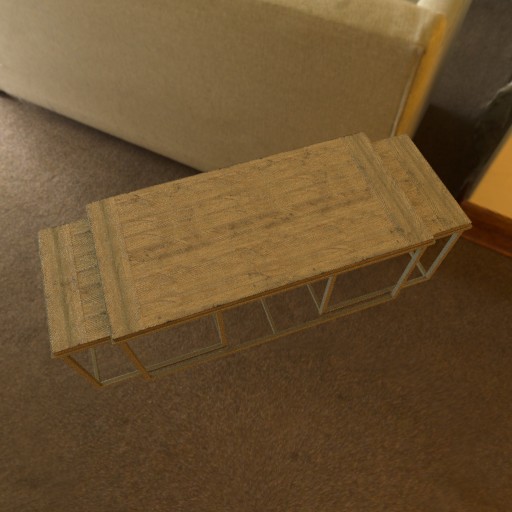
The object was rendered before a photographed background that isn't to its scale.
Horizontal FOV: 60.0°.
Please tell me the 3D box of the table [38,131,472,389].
[{"bbox_3d":[0.000,0.000,1.546,1.312,0.427,0.489,-17,60,-10],"label":"table"}]
